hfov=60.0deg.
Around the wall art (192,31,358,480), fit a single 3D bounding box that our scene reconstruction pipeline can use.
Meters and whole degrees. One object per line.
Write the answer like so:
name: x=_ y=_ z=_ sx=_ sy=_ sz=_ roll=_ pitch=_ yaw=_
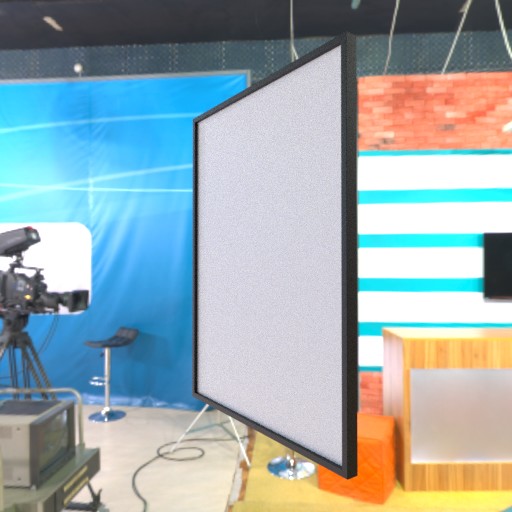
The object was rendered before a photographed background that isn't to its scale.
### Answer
wall art: x=0.000 y=0.000 z=1.395 sx=0.036 sy=1.070 sz=0.802 roll=1 pitch=-1 yaw=-35
